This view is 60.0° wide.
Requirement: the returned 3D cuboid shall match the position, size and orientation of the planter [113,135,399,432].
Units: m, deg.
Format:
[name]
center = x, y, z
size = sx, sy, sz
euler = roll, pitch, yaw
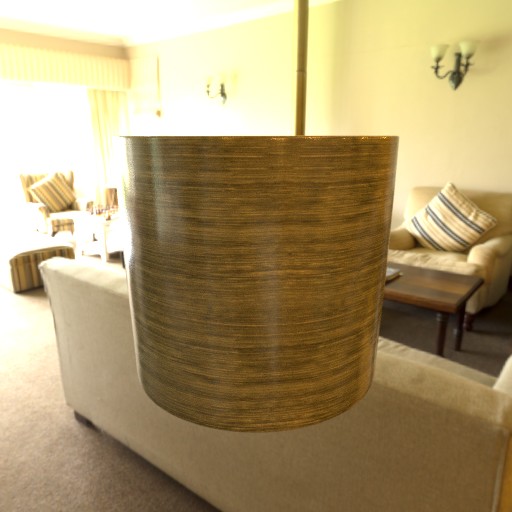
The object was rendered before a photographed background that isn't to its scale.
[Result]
[planter]
center = 0.000, 0.000, 0.384
size = 0.221, 0.201, 0.221
euler = 0, 15, 0
